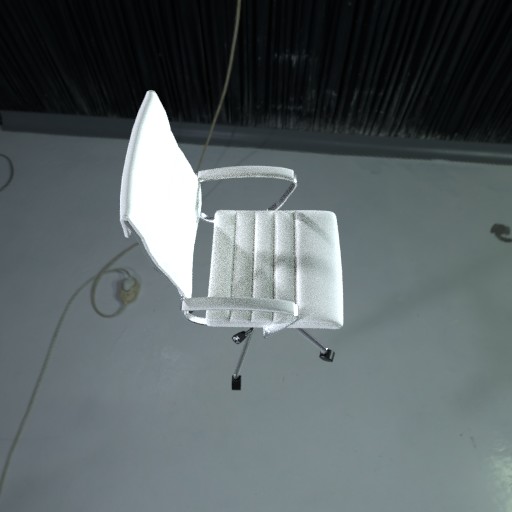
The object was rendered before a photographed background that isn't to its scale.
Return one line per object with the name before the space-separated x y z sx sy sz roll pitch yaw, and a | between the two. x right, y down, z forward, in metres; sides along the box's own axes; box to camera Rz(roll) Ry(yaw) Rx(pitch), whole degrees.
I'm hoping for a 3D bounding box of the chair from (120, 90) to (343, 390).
chair | 0.000 0.000 1.658 0.739 1.149 0.766 2 62 1
